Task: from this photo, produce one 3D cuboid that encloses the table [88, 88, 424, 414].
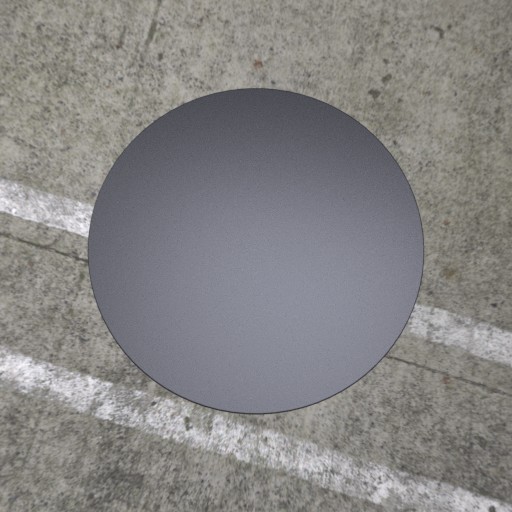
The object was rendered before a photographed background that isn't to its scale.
[{"bbox_3d":[0.000,0.000,1.428,0.914,0.457,0.914,0,77,0],"label":"table"}]
